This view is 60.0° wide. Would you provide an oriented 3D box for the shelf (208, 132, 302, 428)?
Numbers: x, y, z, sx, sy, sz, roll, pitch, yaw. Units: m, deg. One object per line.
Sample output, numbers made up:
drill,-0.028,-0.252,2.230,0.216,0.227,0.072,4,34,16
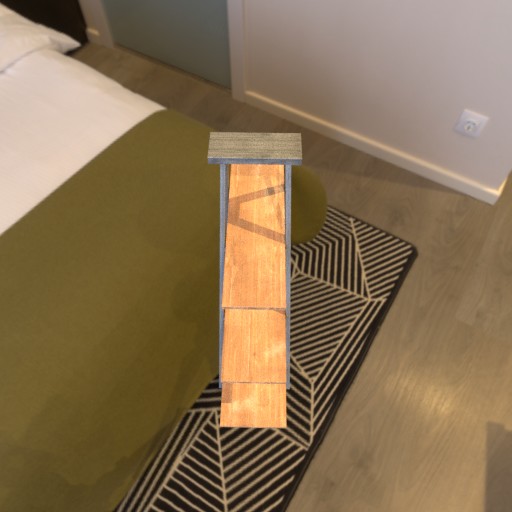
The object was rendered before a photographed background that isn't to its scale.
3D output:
shelf,0.000,0.000,2.726,0.508,1.808,1.746,1,58,1
